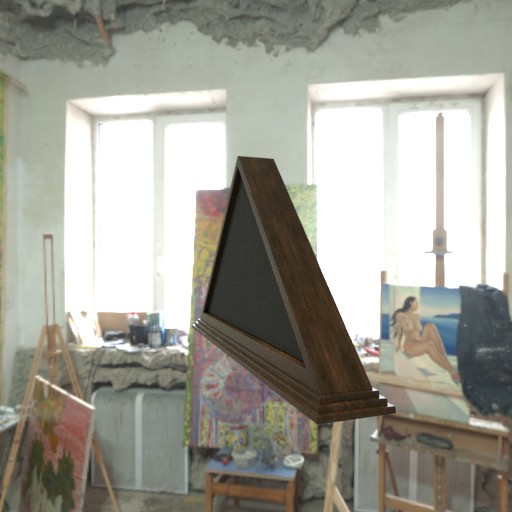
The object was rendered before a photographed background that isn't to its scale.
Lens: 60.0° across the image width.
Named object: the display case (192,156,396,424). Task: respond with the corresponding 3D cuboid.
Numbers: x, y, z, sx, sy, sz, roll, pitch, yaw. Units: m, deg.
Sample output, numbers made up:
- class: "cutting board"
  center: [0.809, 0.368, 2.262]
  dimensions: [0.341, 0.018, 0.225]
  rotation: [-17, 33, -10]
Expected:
- class: "display case"
  center: [0.000, 0.000, 0.765]
  dimensions: [0.095, 0.340, 0.640]
  rotation: [0, 0, -19]
